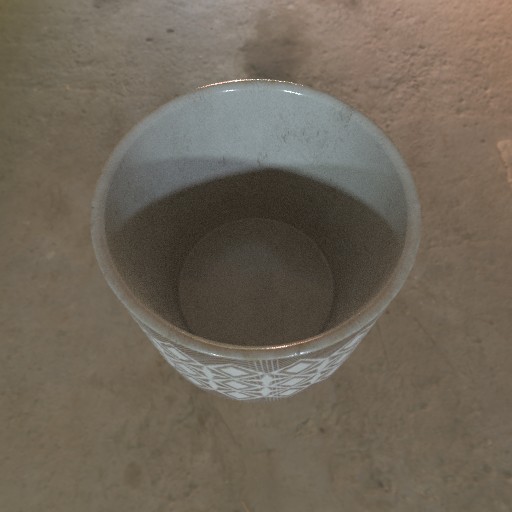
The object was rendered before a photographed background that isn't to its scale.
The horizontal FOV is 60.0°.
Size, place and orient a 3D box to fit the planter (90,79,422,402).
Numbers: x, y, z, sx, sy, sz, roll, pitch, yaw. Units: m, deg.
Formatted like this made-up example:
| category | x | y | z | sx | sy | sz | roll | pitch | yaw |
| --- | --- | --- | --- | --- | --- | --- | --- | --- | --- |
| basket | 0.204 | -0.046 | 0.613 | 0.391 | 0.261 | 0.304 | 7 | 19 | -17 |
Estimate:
| category | x | y | z | sx | sy | sz | roll | pitch | yaw |
| --- | --- | --- | --- | --- | --- | --- | --- | --- | --- |
| planter | 0.000 | 0.000 | 0.217 | 0.126 | 0.104 | 0.126 | 0 | 63 | 0 |
